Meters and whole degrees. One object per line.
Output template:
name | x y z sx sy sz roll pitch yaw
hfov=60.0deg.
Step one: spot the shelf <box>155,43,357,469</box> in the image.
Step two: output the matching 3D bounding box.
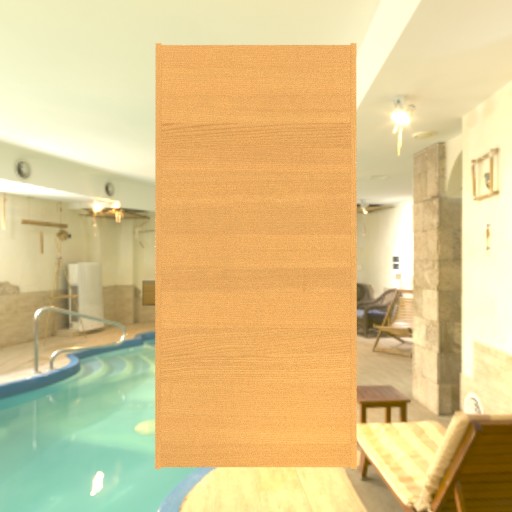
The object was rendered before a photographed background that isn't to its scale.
shelf | 0.000 0.000 1.058 0.417 0.876 0.292 0 0 0
